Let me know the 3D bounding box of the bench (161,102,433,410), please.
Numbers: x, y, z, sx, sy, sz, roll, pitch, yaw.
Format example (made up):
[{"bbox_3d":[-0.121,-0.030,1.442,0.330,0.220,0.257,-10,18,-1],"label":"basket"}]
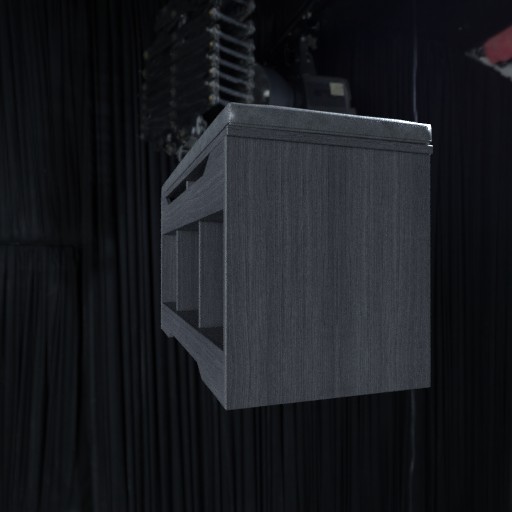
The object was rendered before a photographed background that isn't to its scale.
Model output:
[{"bbox_3d":[0.000,0.000,1.197,0.401,0.501,0.905,0,0,-19],"label":"bench"}]
